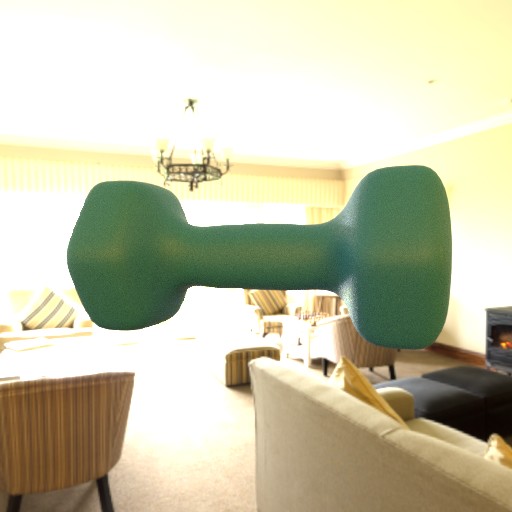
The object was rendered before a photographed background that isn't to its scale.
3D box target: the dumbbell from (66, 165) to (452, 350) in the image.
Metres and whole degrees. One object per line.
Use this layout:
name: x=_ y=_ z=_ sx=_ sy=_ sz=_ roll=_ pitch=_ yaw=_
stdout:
dumbbell: x=0.000 y=0.000 z=0.188 sx=0.152 sy=0.066 sz=0.074 roll=0 pitch=1 yaw=18
